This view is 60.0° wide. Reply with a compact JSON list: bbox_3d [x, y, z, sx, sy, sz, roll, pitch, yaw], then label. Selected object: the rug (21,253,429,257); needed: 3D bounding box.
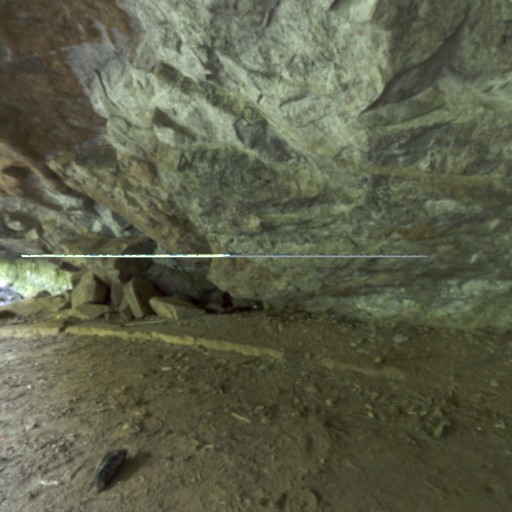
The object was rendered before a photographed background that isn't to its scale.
[{"bbox_3d":[0.000,0.000,2.305,1.209,0.011,1.830,0,0,38],"label":"rug"}]
